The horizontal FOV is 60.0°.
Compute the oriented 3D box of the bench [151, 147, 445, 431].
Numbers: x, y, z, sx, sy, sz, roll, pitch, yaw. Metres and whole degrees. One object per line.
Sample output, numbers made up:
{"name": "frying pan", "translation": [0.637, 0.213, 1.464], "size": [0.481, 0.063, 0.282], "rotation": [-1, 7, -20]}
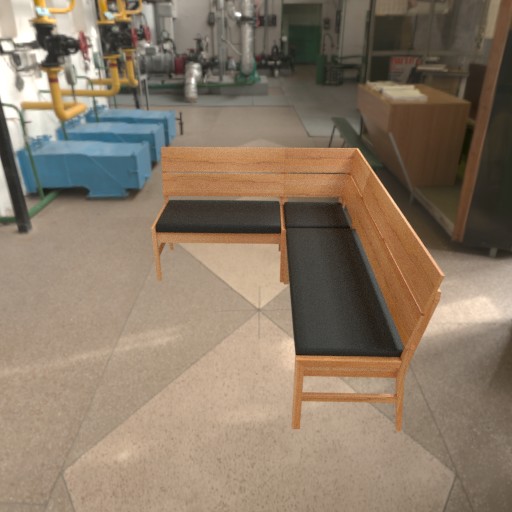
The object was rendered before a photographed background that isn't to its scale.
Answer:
{"name": "bench", "translation": [0.000, 0.000, 2.834], "size": [1.548, 0.890, 1.948], "rotation": [1, 28, 1]}
